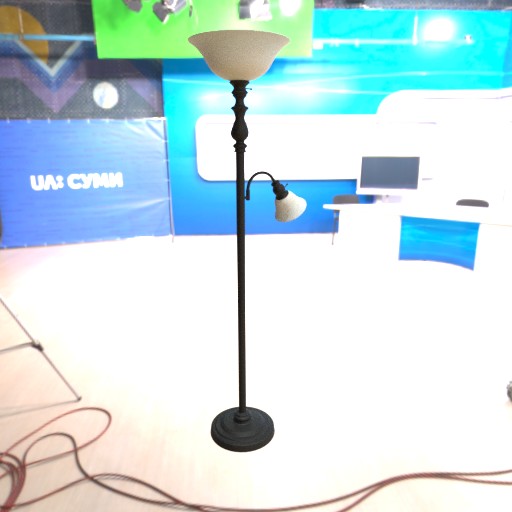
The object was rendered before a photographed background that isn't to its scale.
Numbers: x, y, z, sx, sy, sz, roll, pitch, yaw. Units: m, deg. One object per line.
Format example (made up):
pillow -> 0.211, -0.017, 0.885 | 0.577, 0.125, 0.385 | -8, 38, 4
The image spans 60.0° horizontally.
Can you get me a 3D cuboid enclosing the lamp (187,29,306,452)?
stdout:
lamp -> 0.000, 0.000, 2.046 | 0.588, 1.793, 0.405 | -14, 20, -41
